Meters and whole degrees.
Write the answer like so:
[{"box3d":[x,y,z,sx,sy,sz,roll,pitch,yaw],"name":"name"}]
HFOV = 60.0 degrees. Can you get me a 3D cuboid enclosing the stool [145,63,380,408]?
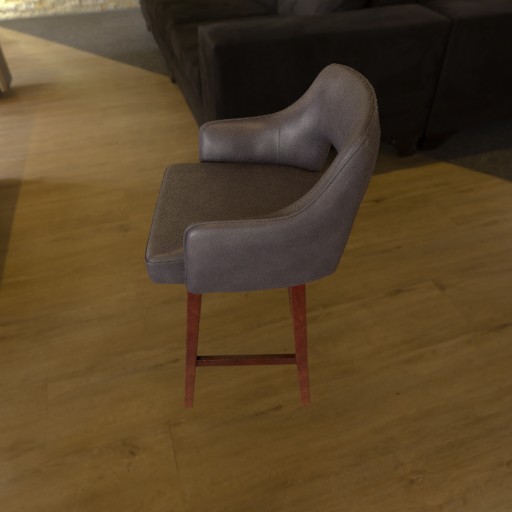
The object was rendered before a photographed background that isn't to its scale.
[{"box3d":[0.000,0.000,1.364,0.560,1.041,0.550,-1,42,-1],"name":"stool"}]
